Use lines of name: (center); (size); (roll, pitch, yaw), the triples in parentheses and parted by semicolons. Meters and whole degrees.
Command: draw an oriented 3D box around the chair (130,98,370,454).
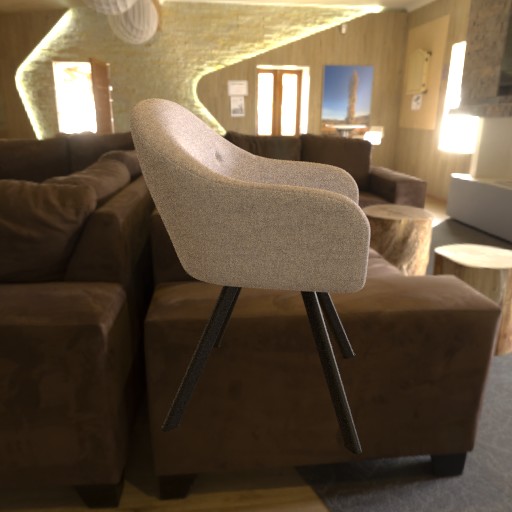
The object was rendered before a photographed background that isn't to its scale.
chair: (0.000, 0.000, 1.159); (0.570, 0.780, 0.540); (3, 17, 9)
